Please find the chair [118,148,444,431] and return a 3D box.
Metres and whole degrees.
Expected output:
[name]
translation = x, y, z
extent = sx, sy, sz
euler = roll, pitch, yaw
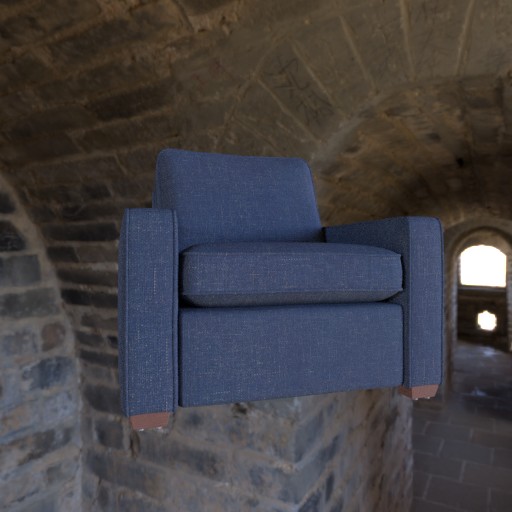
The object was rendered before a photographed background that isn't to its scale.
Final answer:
[chair]
translation = 0.000, 0.000, 1.708
extent = 1.017, 0.919, 0.940
euler = 0, 0, -17
